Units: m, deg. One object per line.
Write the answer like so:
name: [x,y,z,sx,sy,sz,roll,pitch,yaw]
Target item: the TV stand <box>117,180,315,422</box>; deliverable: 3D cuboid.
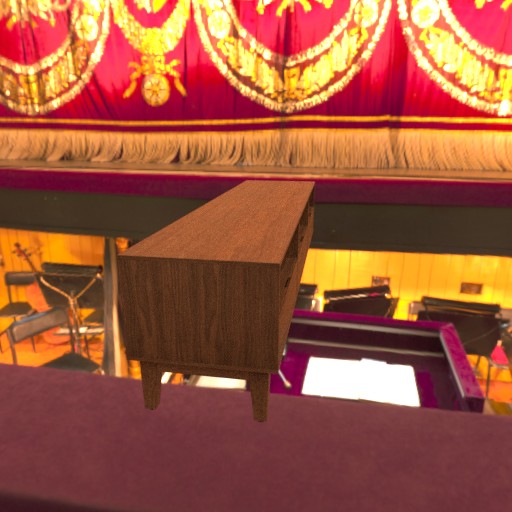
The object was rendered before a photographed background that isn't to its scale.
TV stand: [0.000,0.000,1.717,0.366,0.409,1.482,3,16,10]
